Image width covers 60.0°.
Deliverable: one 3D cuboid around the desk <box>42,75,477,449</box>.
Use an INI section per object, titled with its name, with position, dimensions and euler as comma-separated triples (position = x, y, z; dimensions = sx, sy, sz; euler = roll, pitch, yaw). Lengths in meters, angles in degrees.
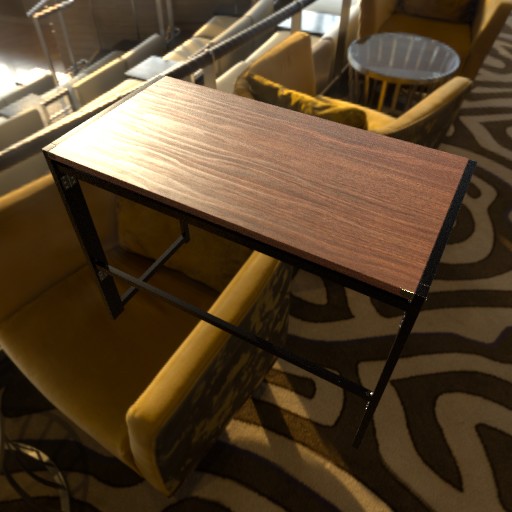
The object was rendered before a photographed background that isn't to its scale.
[desk]
position = 0.000, 0.000, 1.424
dimensions = 1.016, 0.762, 0.508
euler = 22, 50, 20
